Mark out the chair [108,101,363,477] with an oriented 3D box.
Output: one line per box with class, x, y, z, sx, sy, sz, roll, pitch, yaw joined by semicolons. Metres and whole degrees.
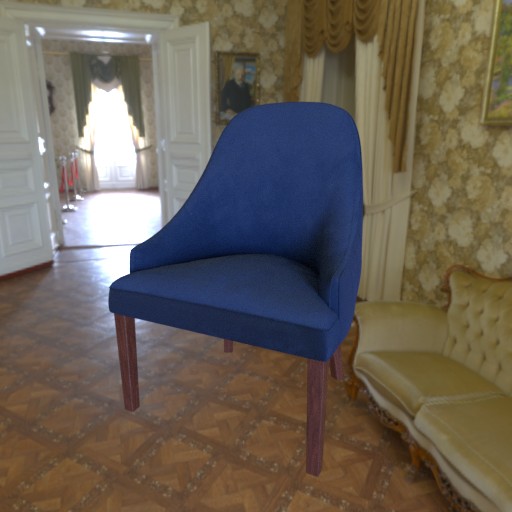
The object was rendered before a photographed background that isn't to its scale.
chair;0.000;0.000;1.302;0.643;0.889;0.575;8;17;26
